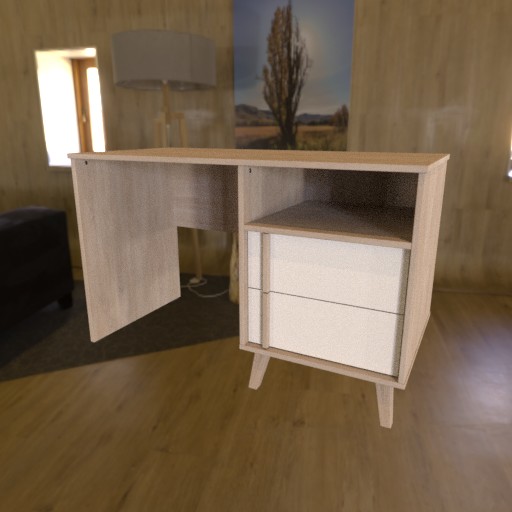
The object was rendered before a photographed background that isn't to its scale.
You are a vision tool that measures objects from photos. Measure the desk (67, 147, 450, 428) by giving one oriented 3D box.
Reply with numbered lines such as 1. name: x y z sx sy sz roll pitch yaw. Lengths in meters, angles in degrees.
1. desk: 0.000 0.000 1.710 1.251 0.770 0.600 8 18 26
